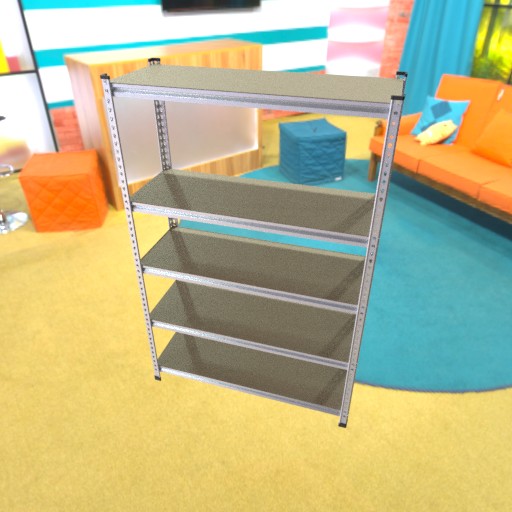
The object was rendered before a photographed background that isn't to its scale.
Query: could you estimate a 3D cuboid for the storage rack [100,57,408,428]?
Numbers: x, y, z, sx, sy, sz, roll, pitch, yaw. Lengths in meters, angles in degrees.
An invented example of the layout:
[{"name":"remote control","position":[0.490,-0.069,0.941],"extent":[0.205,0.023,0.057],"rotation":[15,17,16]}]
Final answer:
[{"name":"storage rack","position":[0.000,0.000,2.361],"extent":[1.219,1.829,0.457],"rotation":[10,34,14]}]
